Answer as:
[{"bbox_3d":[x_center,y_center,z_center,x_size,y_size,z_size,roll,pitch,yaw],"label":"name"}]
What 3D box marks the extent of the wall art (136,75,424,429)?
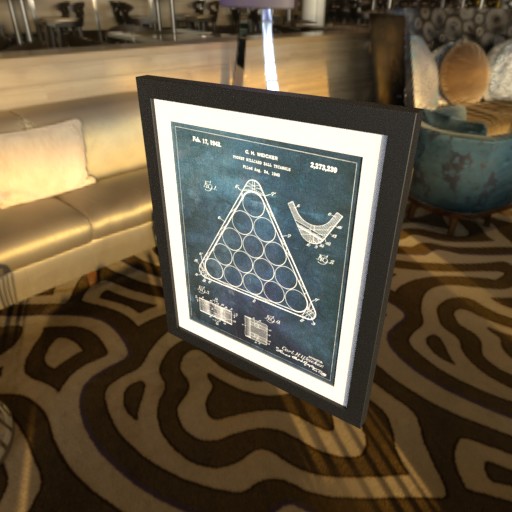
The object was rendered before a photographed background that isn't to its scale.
[{"bbox_3d":[0.000,0.000,0.715,0.432,0.508,0.025,19,35,29],"label":"wall art"}]
